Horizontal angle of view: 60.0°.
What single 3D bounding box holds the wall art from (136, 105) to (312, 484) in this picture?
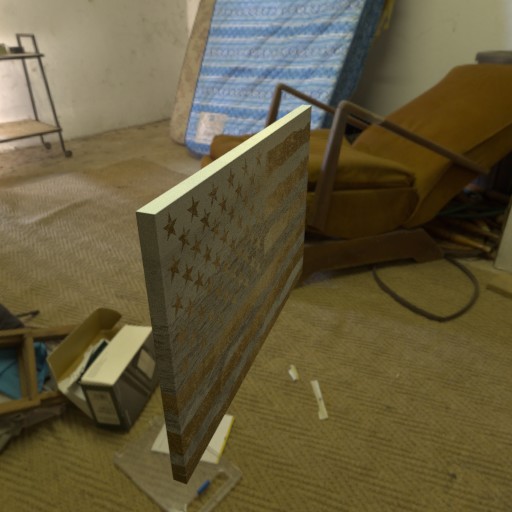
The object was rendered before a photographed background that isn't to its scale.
[{"bbox_3d":[0.000,0.000,1.448,0.041,0.762,1.145,10,30,18],"label":"wall art"}]
